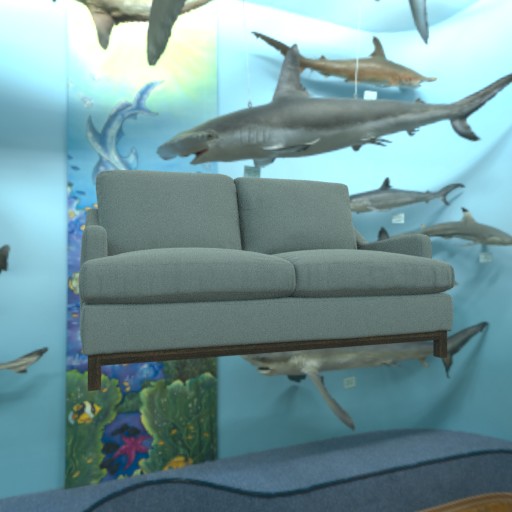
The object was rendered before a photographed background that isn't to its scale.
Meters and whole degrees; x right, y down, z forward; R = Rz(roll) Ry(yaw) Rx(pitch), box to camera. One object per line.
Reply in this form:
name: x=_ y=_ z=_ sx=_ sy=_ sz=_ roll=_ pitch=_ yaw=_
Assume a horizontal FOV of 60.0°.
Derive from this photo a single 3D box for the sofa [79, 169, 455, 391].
sofa: x=0.000 y=0.000 z=2.169 sx=1.589 sy=0.921 sz=0.987 roll=0 pitch=-1 yaw=-20
